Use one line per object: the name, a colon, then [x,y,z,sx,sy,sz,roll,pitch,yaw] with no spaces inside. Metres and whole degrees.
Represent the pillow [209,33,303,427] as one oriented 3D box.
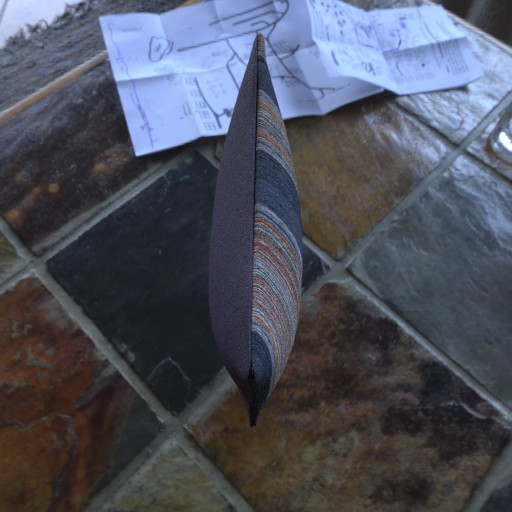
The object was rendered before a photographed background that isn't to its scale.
pillow: [0.000,0.000,0.650,0.136,0.419,0.437,1,64,0]
